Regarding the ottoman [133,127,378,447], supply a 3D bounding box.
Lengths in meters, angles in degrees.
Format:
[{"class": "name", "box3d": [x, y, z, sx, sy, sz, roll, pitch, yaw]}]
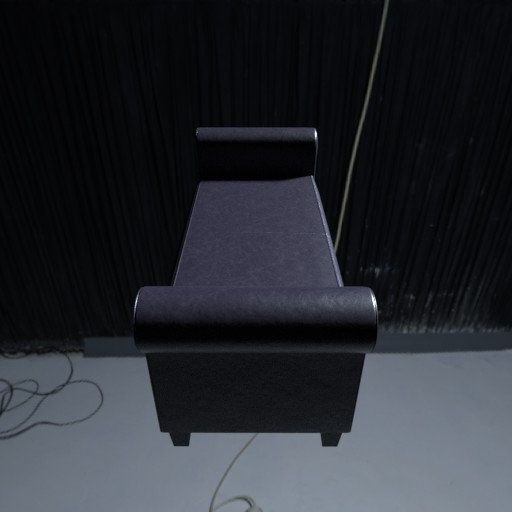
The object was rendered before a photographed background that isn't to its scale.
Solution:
[{"class": "ottoman", "box3d": [0.000, 0.000, 1.548, 0.521, 0.547, 1.256, 0, 34, 0]}]
